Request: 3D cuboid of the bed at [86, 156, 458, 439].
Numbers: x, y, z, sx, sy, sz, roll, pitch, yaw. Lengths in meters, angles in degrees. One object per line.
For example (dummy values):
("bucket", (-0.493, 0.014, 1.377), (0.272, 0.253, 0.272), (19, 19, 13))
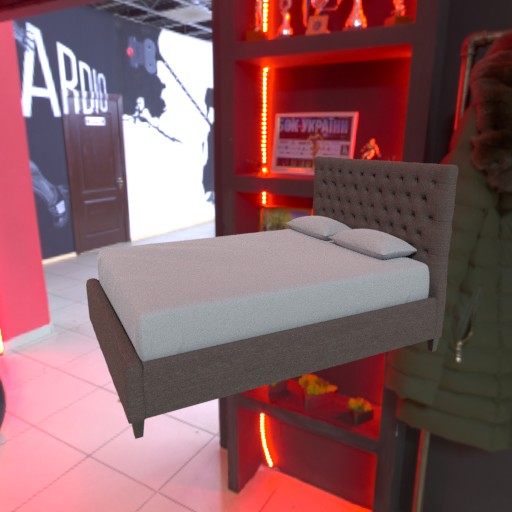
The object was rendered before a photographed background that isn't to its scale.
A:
("bed", (0.000, 0.000, 3.473), (2.387, 1.427, 1.698), (-7, 17, -26))
